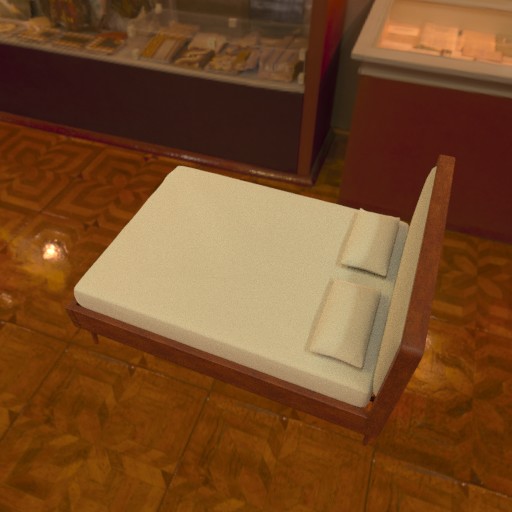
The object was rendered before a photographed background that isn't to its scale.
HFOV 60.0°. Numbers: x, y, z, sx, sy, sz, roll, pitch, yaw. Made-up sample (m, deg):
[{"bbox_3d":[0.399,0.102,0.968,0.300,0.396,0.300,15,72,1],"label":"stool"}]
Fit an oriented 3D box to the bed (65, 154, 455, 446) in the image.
[{"bbox_3d":[0.000,0.000,3.145,2.196,1.275,1.587,16,50,14],"label":"bed"}]
